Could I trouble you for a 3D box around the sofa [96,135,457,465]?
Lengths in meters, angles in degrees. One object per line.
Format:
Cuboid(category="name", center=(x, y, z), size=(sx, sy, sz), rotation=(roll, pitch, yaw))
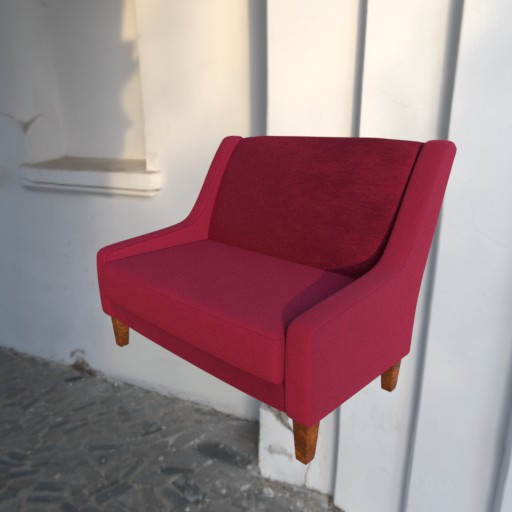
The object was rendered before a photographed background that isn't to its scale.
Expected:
Cuboid(category="sofa", center=(0.000, 0.000, 1.899), size=(1.242, 0.976, 0.946), rotation=(15, 22, 42))
